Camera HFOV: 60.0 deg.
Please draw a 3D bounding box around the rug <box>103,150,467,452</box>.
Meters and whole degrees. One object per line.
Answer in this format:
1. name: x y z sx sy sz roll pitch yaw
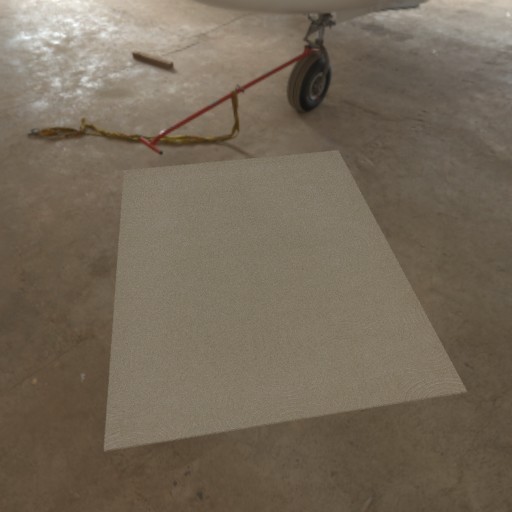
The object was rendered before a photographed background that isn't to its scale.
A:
1. rug: 0.000 0.000 3.354 2.073 0.011 2.584 -7 46 -7
